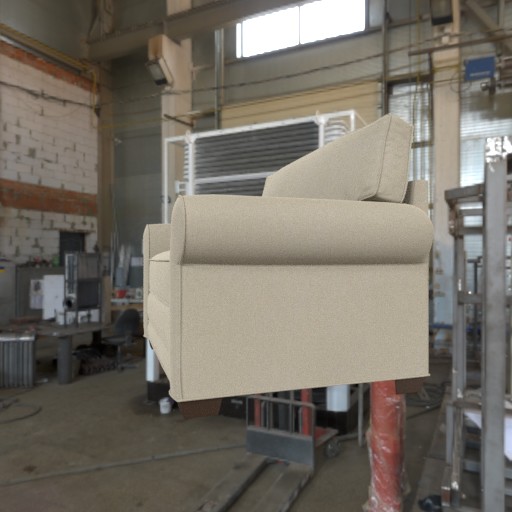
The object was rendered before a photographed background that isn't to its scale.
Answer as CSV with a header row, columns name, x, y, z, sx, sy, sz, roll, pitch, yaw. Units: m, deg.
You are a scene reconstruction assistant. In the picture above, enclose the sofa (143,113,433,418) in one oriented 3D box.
name,x,y,z,sx,sy,sz,roll,pitch,yaw
sofa,0.000,0.000,2.063,0.937,1.006,1.405,0,0,-18
